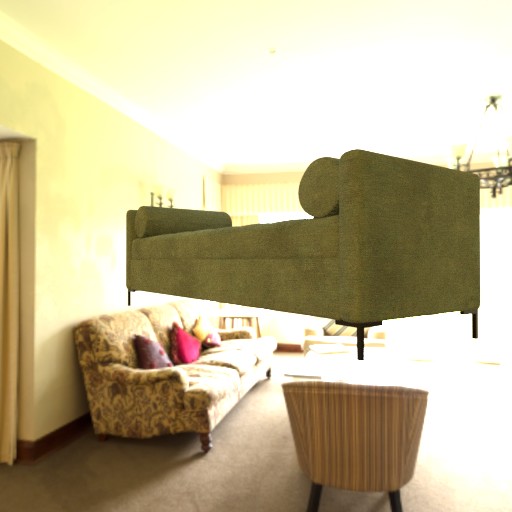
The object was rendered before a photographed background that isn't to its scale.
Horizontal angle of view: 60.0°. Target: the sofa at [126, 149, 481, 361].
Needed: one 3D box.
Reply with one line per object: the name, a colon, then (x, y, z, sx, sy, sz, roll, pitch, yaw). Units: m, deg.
sofa: (0.000, 0.000, 2.280, 0.686, 0.635, 1.981, 0, -1, -35)
